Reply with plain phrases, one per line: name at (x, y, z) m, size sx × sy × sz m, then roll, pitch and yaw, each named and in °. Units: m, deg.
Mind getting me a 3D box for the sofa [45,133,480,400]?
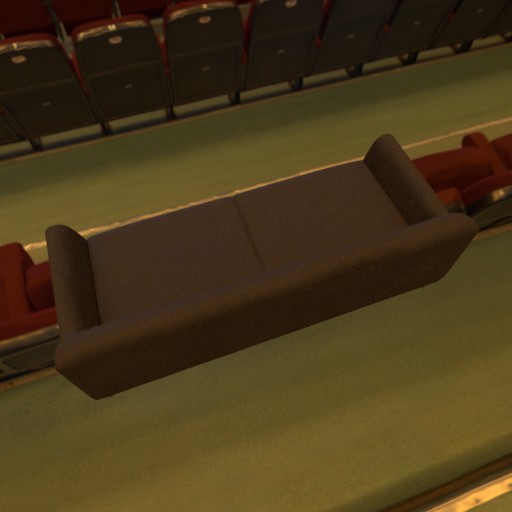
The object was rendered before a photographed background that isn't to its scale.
sofa at (0.000, 0.000, 2.623) m, size 2.190 × 0.740 × 0.900 m, roll -17°, pitch 60°, yaw -10°
